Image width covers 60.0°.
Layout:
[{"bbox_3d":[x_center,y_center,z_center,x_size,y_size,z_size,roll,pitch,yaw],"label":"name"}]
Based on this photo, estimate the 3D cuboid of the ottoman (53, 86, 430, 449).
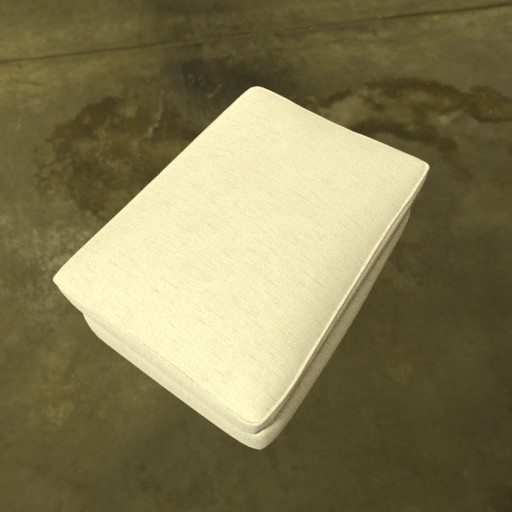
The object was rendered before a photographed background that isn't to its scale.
[{"bbox_3d":[0.000,0.000,0.987,0.501,0.406,0.665,31,64,17],"label":"ottoman"}]
